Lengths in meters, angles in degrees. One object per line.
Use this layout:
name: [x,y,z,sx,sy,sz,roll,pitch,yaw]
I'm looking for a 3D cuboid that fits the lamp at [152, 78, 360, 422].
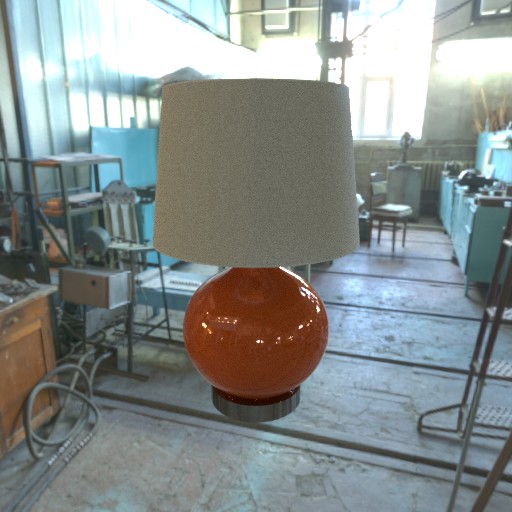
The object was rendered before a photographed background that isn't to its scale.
lamp: [0.000,0.000,0.545,0.247,0.387,0.247,0,15,0]
